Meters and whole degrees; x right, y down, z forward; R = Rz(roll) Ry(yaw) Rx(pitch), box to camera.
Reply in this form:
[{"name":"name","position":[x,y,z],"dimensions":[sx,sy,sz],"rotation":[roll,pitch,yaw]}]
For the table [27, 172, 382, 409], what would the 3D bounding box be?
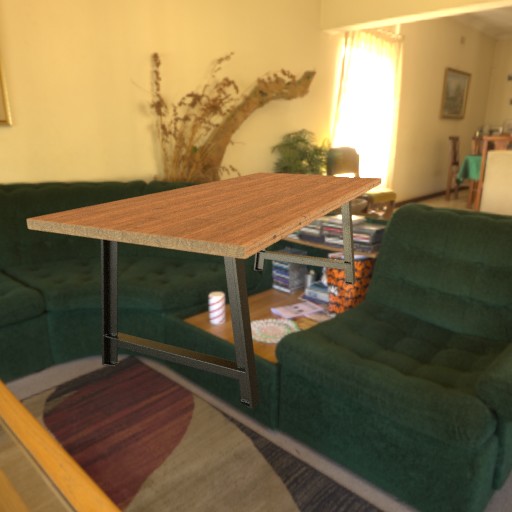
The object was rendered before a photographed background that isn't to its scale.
[{"name":"table","position":[0.000,0.000,2.638],"dimensions":[1.000,0.757,2.200],"rotation":[8,18,25]}]
